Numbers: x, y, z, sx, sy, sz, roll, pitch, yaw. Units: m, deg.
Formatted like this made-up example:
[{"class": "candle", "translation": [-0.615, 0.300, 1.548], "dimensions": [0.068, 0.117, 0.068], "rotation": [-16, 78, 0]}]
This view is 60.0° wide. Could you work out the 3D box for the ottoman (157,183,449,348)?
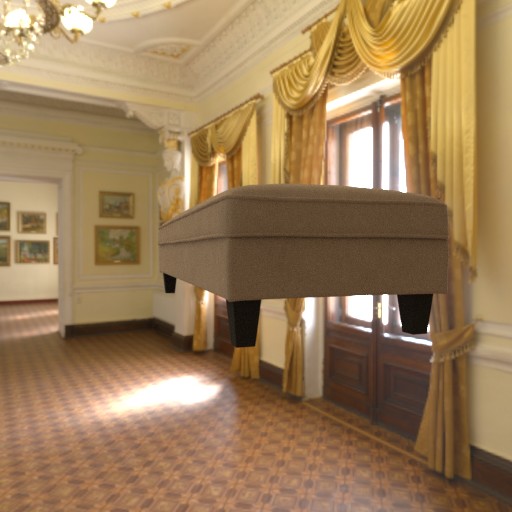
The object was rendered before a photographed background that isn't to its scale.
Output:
[{"class": "ottoman", "translation": [0.000, 0.000, 2.022], "dimensions": [0.735, 0.460, 1.726], "rotation": [0, 1, -18]}]
